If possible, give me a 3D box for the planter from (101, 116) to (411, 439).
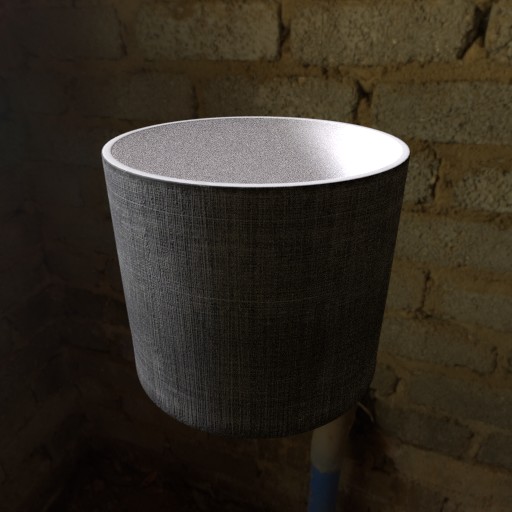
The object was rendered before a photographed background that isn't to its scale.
[{"bbox_3d":[0.000,0.000,0.431,0.254,0.221,0.254,0,27,0],"label":"planter"}]
